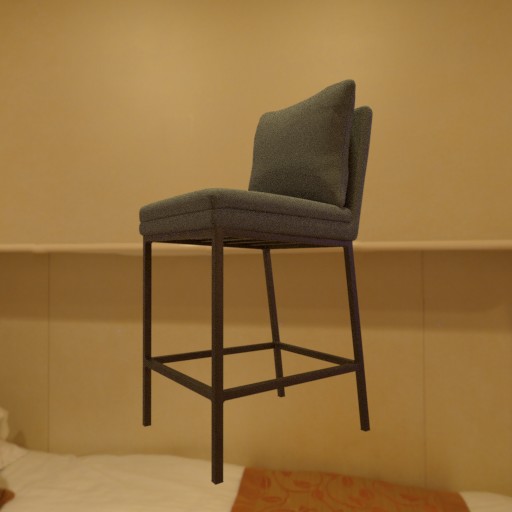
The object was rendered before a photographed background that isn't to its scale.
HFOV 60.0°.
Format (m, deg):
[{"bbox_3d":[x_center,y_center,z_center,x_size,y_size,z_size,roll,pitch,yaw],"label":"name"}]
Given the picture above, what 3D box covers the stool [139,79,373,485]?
[{"bbox_3d":[0.000,0.000,1.333,0.569,1.031,0.463,0,-1,-35],"label":"stool"}]
